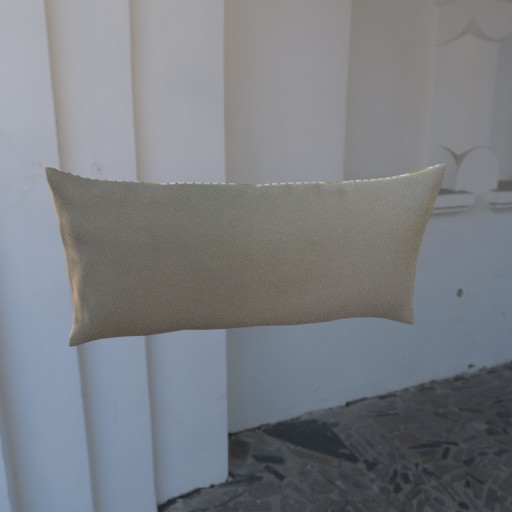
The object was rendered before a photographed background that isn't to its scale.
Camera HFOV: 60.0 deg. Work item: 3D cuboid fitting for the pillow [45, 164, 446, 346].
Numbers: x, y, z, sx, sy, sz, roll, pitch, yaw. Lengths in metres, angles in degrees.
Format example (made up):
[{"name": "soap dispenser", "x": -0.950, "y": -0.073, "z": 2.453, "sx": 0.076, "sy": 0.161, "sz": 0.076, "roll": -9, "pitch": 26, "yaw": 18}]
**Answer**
[{"name": "pillow", "x": 0.000, "y": 0.000, "z": 0.719, "sx": 0.608, "sy": 0.292, "sz": 0.156, "roll": -2, "pitch": 12, "yaw": -10}]
